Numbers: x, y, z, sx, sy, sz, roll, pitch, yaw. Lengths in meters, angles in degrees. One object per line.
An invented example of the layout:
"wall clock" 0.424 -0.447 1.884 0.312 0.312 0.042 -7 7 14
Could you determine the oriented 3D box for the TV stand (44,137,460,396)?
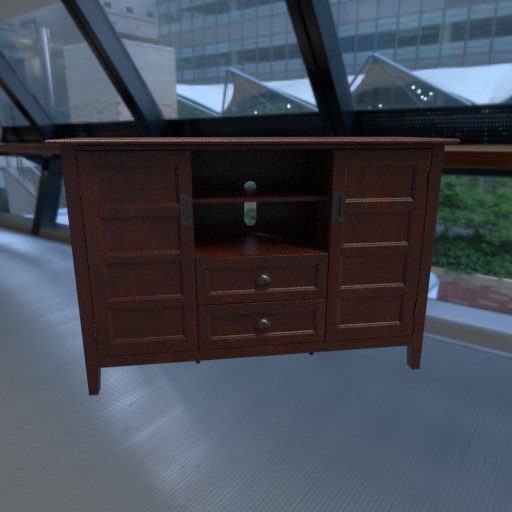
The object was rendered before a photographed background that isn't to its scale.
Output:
"TV stand" 0.000 0.000 1.782 1.372 0.915 0.445 -2 16 -8
